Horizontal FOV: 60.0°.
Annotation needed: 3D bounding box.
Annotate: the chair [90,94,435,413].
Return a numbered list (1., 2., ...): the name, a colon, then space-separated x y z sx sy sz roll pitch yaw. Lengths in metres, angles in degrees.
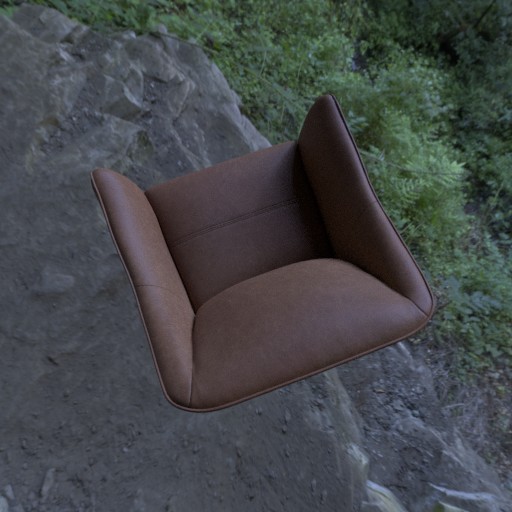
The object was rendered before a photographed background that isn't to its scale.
1. chair: 0.000 0.000 1.556 0.871 0.830 0.852 -20 76 -5
